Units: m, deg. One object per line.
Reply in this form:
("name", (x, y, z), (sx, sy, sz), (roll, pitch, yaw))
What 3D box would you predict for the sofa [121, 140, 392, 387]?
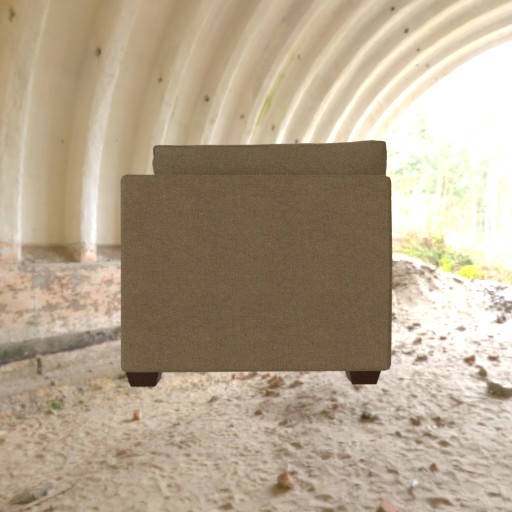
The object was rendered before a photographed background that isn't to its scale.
("sofa", (0.000, 0.000, 2.819), (1.110, 1.019, 2.238), (0, 0, -1))
